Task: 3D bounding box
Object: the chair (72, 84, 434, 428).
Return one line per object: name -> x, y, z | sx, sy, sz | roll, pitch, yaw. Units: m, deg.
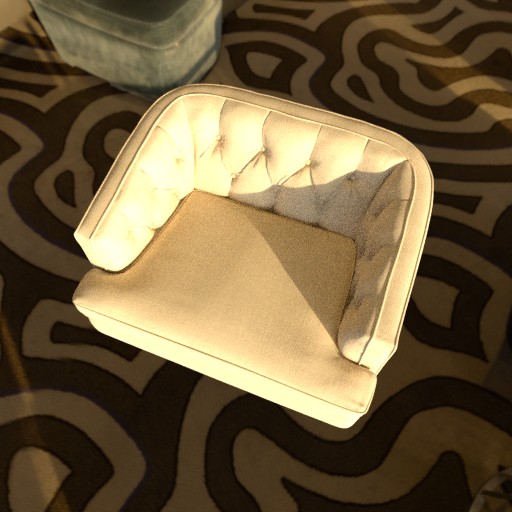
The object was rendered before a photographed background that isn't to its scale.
chair -> 0.000, 0.000, 1.738 | 1.118, 0.787, 0.914 | 19, 62, 10
